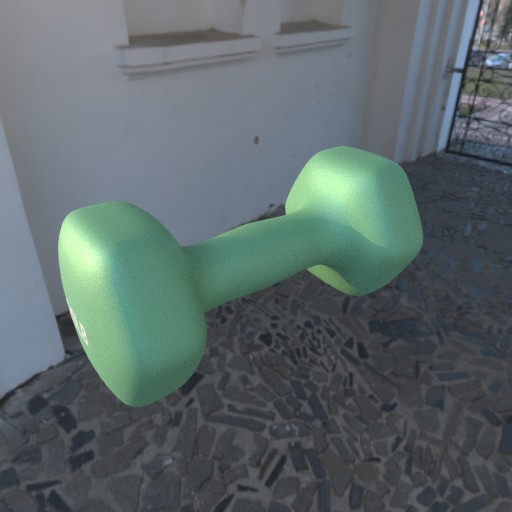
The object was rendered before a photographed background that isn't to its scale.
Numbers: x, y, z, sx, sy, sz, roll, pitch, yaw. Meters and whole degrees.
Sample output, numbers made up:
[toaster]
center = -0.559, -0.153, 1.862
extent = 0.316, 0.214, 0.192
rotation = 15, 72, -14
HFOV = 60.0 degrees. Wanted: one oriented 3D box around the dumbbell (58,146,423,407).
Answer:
[dumbbell]
center = 0.000, 0.000, 0.326
extent = 0.260, 0.117, 0.129
rotation = -20, 35, -30
